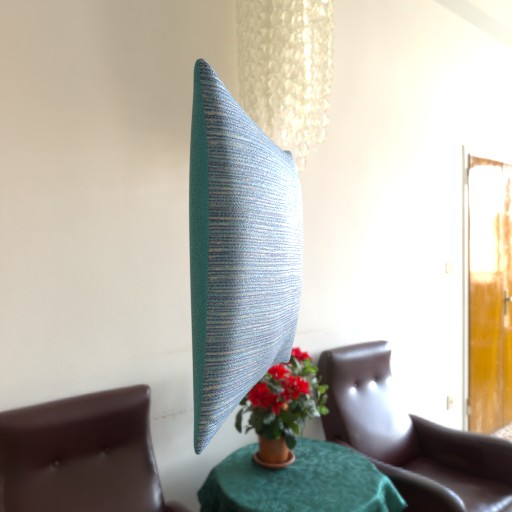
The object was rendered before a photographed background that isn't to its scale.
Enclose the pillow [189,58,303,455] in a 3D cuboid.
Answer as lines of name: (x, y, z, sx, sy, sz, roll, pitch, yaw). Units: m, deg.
pillow: (0.000, 0.000, 0.792, 0.150, 0.497, 0.514, 0, 0, 17)
